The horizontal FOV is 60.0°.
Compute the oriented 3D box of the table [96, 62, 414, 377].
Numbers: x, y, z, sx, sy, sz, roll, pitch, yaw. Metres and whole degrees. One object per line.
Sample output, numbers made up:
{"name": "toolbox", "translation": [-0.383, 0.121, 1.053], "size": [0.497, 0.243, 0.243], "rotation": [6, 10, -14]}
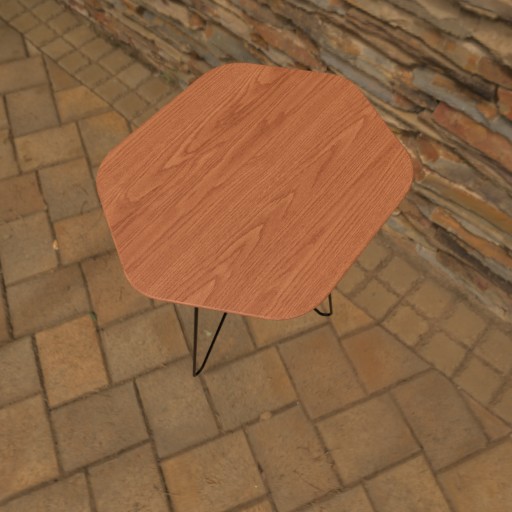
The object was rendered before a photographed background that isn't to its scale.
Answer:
{"name": "table", "translation": [0.000, 0.000, 0.915], "size": [0.400, 0.562, 0.500], "rotation": [35, 68, 17]}
